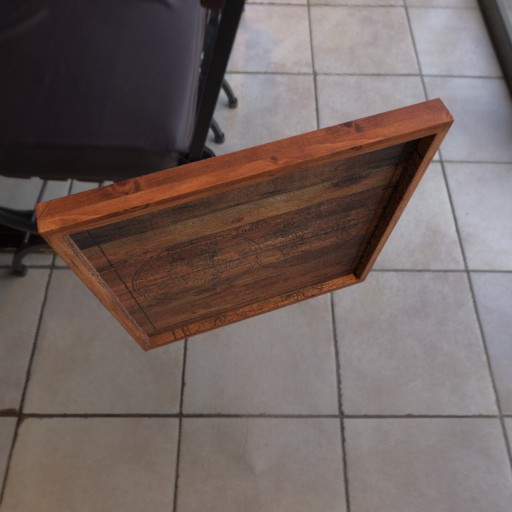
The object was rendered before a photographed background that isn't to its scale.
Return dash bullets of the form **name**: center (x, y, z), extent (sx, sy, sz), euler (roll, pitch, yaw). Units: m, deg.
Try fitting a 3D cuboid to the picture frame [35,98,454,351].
- **picture frame**: center (0.000, 0.000, 0.521), extent (0.352, 0.356, 0.028), euler (-17, 65, -8)
